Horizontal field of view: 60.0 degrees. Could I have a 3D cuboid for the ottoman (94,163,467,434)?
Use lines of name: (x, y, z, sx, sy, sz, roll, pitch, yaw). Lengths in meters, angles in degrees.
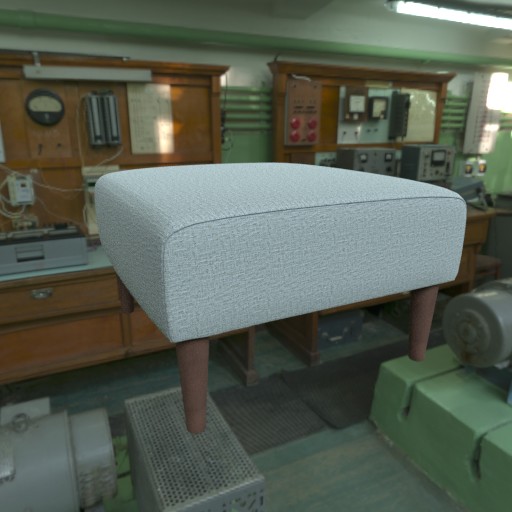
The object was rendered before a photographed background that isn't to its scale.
ottoman: (0.000, 0.000, 1.051, 0.649, 0.398, 0.650, -8, 19, -26)
